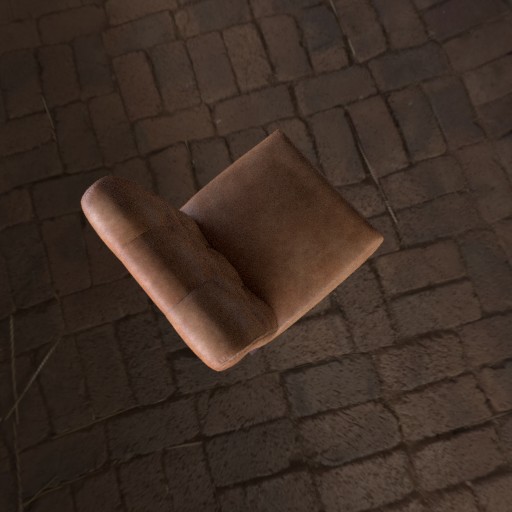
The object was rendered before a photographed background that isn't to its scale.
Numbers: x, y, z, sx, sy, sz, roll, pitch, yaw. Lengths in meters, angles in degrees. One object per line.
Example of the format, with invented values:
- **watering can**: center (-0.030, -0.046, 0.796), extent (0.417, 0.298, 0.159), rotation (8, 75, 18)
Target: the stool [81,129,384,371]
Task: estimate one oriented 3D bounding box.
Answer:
- **stool**: center (0.000, 0.000, 1.443), extent (0.601, 1.140, 0.493), rotation (-40, 80, -9)
